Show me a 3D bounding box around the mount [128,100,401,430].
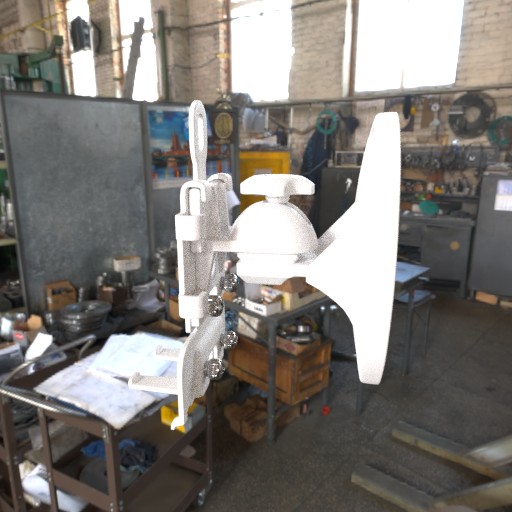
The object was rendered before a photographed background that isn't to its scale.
[{"bbox_3d":[0.000,0.000,0.176,0.100,0.118,0.066,2,15,9],"label":"mount"}]
